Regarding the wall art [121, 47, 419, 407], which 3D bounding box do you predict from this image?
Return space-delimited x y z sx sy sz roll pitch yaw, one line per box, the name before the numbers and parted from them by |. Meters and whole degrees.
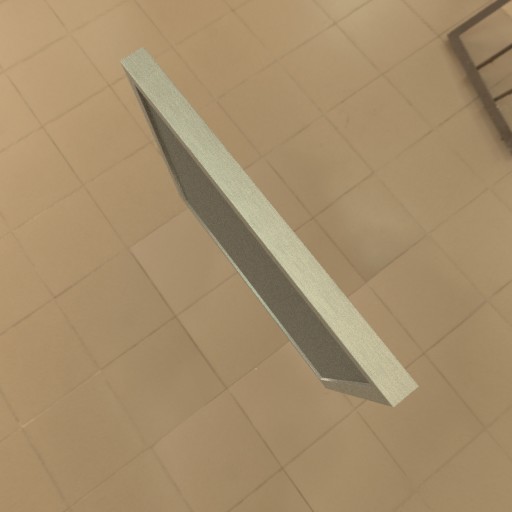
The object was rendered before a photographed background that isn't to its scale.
wall art | 0.000 0.000 0.533 0.028 0.330 0.380 -36 79 -9
